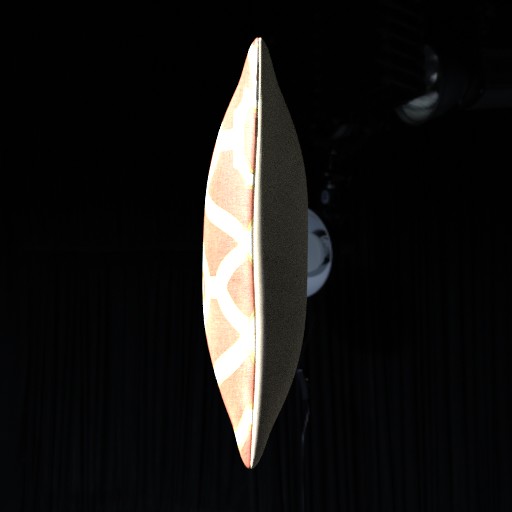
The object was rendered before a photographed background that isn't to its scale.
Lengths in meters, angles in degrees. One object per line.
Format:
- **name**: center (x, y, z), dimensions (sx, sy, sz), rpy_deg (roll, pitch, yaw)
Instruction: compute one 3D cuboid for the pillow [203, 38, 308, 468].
- **pillow**: center (0.000, 0.000, 0.793), dimensions (0.166, 0.508, 0.552), rpy_deg (0, -1, 0)
